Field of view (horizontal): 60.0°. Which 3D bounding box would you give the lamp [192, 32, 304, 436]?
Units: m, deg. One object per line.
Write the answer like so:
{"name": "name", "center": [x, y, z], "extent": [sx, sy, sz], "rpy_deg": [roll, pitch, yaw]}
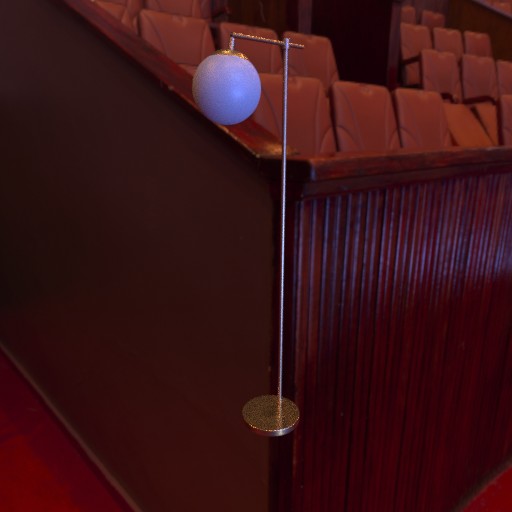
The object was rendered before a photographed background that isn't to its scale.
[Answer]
{"name": "lamp", "center": [0.000, 0.000, 1.653], "extent": [0.476, 1.505, 0.249], "rpy_deg": [-16, 23, -42]}
